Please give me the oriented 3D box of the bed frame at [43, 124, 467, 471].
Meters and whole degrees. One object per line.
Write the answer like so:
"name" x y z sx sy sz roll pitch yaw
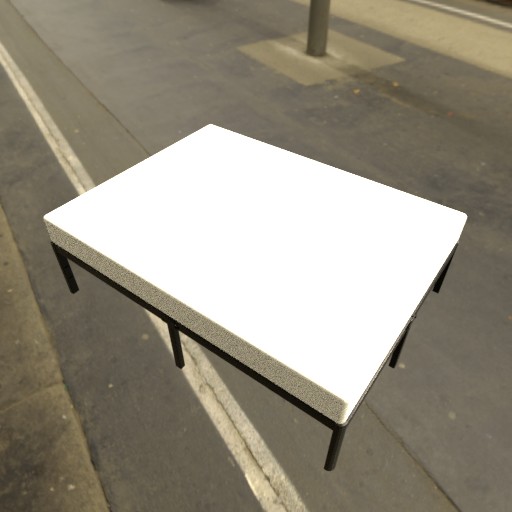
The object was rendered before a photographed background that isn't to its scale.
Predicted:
"bed frame" 0.000 0.000 2.861 2.072 0.659 1.557 26 48 26
